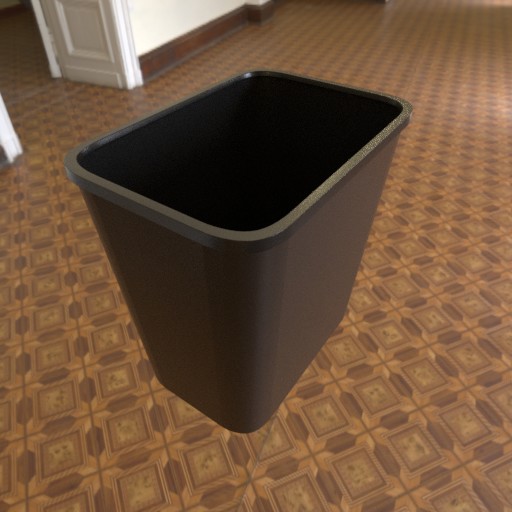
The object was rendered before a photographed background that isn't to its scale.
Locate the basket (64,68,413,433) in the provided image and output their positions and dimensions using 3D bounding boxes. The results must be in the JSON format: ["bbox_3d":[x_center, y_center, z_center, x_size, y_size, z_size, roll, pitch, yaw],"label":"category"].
[{"bbox_3d":[0.000,0.000,0.503,0.211,0.307,0.300,24,46,26],"label":"basket"}]
